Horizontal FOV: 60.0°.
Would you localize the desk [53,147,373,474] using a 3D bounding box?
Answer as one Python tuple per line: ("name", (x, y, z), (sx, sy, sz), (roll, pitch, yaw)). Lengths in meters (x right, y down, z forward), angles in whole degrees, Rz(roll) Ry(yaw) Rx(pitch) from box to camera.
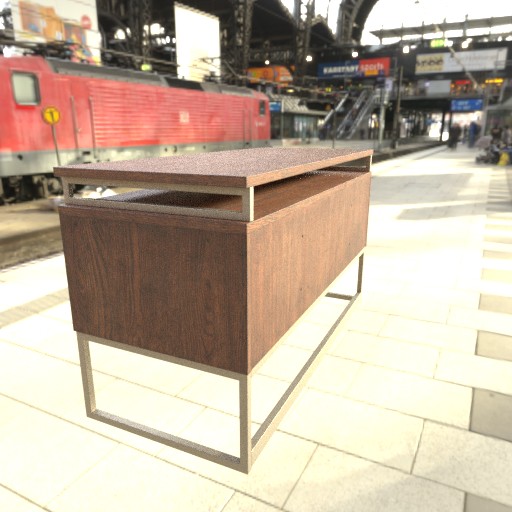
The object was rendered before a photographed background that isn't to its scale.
("desk", (0.000, 0.000, 1.790), (0.610, 0.792, 1.384), (7, 18, 24))
